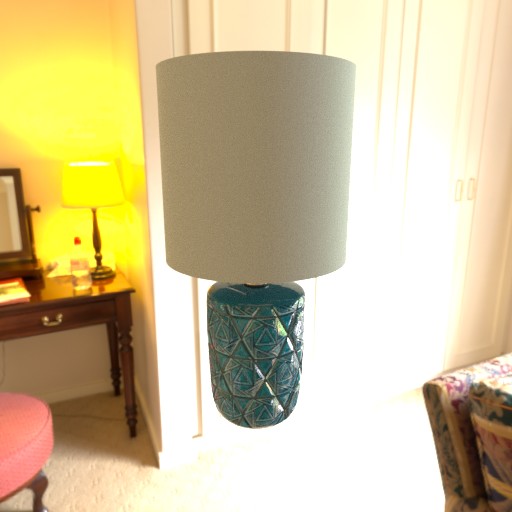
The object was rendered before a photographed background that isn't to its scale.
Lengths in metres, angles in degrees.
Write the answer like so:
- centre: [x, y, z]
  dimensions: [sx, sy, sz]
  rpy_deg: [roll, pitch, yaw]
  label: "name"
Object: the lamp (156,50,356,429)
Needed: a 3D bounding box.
- centre: [0.000, 0.000, 0.482]
  dimensions: [0.193, 0.377, 0.193]
  rpy_deg: [7, 16, 26]
  label: "lamp"
